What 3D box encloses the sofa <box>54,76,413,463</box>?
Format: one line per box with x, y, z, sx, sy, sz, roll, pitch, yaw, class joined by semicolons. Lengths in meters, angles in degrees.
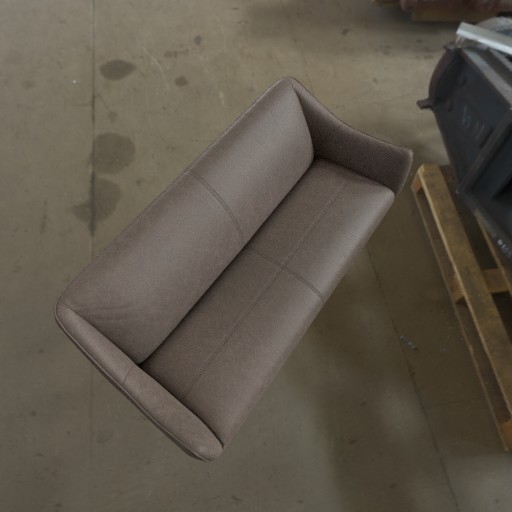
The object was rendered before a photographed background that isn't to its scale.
0.000;0.000;2.372;0.869;0.831;1.928;32;65;17;sofa
